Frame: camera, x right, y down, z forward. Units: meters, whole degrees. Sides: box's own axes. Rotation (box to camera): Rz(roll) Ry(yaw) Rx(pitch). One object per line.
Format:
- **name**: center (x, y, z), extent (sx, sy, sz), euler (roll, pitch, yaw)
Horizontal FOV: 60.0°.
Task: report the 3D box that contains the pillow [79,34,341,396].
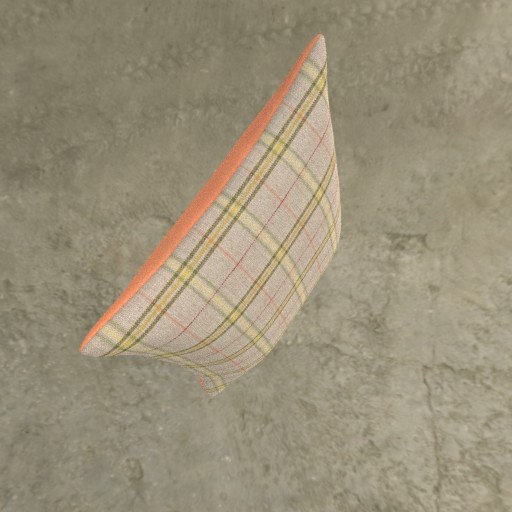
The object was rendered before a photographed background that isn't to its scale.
- **pillow**: center (0.000, 0.000, 0.683), extent (0.200, 0.430, 0.453), euler (33, 78, 8)
